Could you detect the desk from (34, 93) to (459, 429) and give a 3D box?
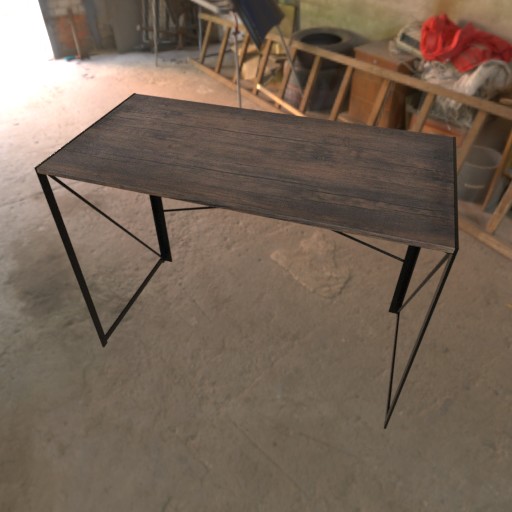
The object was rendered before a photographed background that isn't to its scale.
[{"bbox_3d":[0.000,0.000,1.430,1.015,0.747,0.505,12,43,13],"label":"desk"}]
